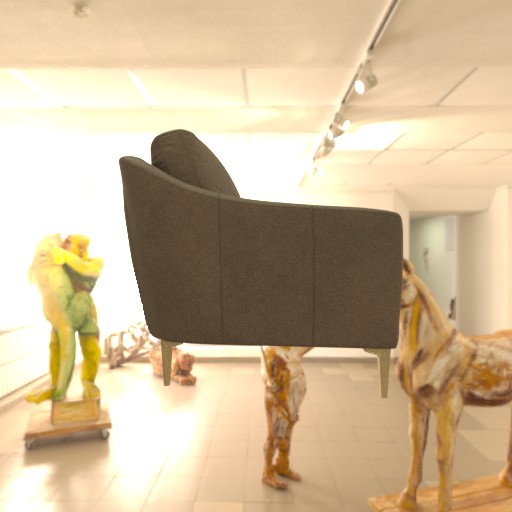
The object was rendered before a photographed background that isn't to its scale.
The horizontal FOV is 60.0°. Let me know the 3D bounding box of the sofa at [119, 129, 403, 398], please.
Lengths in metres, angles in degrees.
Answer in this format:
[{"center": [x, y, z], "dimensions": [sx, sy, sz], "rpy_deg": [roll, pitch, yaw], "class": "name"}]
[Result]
[{"center": [0.000, 0.000, 2.176], "dimensions": [0.960, 0.902, 1.619], "rpy_deg": [0, 0, 1], "class": "sofa"}]
